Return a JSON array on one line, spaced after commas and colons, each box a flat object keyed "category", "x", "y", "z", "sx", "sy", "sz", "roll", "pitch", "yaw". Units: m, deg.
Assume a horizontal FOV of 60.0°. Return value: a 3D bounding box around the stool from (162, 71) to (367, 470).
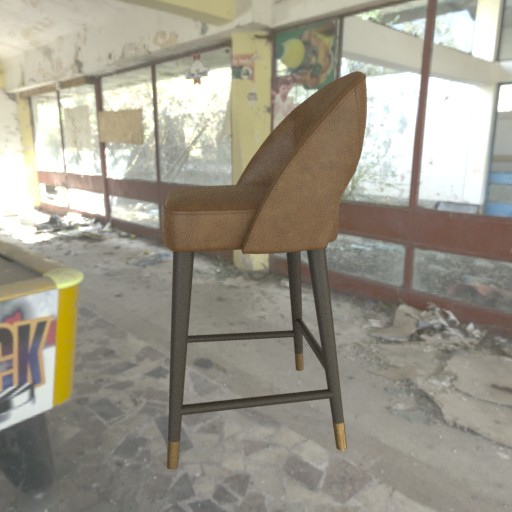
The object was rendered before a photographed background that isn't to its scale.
[{"category": "stool", "x": 0.000, "y": 0.000, "z": 1.212, "sx": 0.509, "sy": 0.940, "sz": 0.494, "roll": -2, "pitch": 14, "yaw": -9}]
